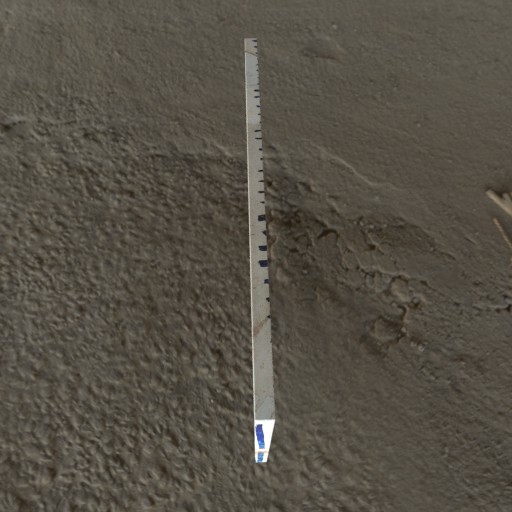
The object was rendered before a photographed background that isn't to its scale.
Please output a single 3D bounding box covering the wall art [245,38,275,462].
[{"bbox_3d":[0.000,0.000,1.431,0.038,0.757,1.143,-1,60,-1],"label":"wall art"}]
